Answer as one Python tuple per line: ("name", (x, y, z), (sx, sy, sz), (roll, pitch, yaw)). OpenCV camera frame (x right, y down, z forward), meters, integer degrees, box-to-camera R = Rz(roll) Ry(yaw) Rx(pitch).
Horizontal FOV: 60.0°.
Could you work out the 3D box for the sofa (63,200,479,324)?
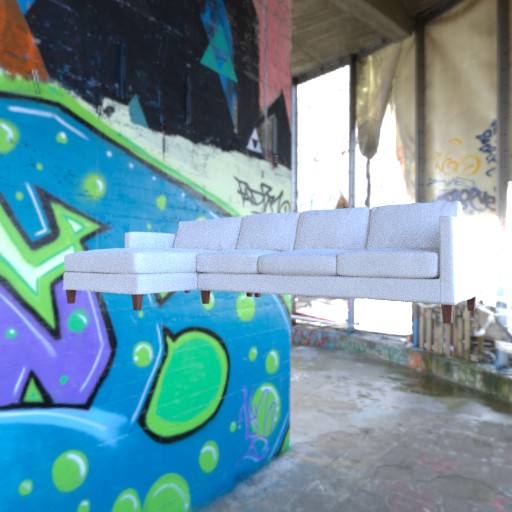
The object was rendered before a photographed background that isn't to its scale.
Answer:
("sofa", (0.000, 0.000, 3.758), (3.186, 0.861, 1.625), (0, 0, 35))
